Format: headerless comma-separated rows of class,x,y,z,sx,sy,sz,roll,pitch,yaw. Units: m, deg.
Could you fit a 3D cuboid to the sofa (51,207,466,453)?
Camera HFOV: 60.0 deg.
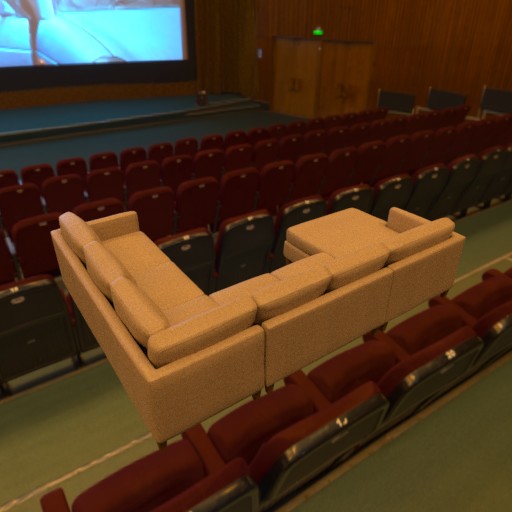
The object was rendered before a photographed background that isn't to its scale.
sofa,0.000,0.000,4.661,3.460,0.961,2.594,-19,36,-29
